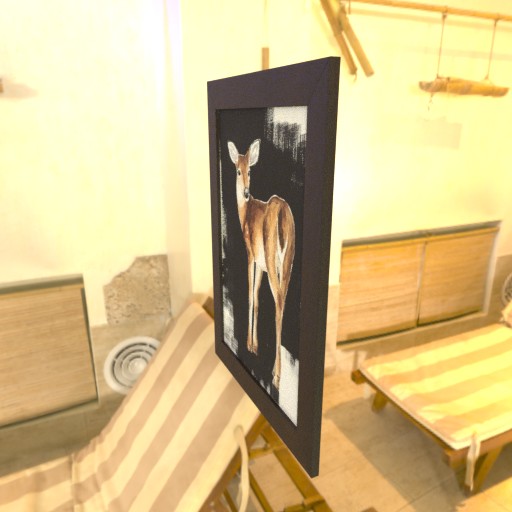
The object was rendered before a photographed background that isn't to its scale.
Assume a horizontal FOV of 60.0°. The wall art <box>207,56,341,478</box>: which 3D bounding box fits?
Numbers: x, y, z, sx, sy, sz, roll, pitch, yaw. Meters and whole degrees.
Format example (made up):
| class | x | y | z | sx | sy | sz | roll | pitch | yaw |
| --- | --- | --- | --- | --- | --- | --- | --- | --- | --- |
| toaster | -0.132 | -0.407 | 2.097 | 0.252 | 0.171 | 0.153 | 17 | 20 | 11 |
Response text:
| class | x | y | z | sx | sy | sz | roll | pitch | yaw |
| --- | --- | --- | --- | --- | --- | --- | --- | --- | --- |
| wall art | 0.000 | 0.000 | 0.660 | 0.013 | 0.508 | 0.359 | -8 | 19 | -24 |
